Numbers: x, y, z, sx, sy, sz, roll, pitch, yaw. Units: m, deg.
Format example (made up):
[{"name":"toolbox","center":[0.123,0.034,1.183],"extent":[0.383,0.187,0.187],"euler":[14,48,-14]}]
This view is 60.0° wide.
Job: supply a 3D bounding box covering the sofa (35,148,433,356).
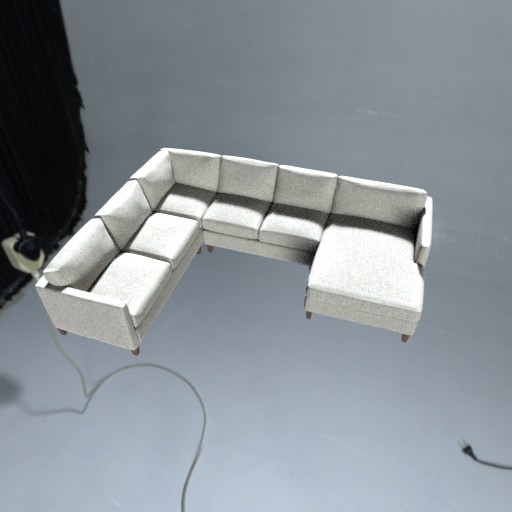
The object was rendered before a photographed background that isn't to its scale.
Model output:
[{"name":"sofa","center":[0.000,0.000,4.694],"extent":[3.460,0.959,2.593],"euler":[12,44,13]}]
